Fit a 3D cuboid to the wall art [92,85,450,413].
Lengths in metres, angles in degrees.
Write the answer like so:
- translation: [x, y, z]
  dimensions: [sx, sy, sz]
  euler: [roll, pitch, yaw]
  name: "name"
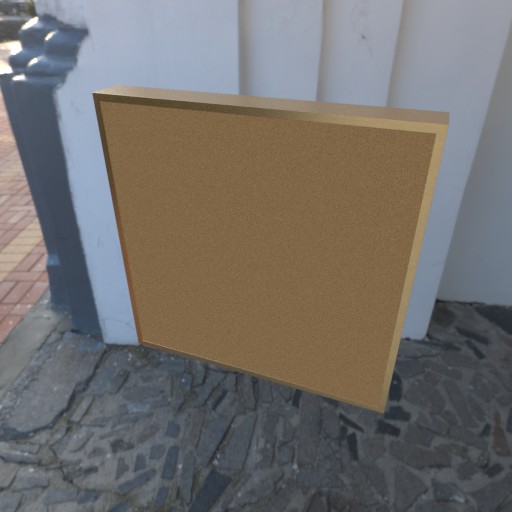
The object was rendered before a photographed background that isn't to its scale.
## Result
- translation: [0.000, 0.000, 0.452]
  dimensions: [0.304, 0.304, 0.038]
  euler: [11, 33, 18]
  name: "wall art"
